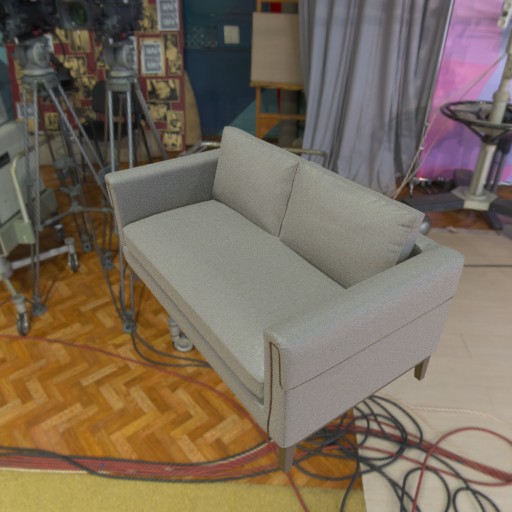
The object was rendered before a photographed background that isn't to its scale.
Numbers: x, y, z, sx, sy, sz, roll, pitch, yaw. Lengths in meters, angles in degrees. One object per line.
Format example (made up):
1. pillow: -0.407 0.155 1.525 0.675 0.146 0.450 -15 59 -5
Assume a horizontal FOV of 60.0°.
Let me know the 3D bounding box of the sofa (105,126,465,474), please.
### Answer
1. sofa: 0.000 0.000 2.166 0.899 0.873 1.598 -21 38 -29
